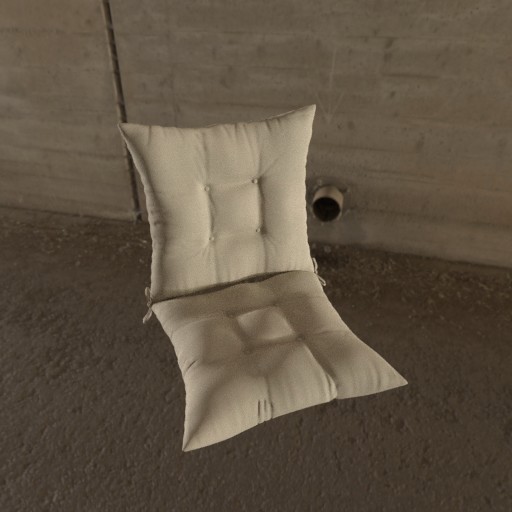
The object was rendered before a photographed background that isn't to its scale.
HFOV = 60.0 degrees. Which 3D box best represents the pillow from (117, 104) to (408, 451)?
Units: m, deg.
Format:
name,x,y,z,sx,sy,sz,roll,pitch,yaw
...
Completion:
name,x,y,z,sx,sy,sz,roll,pitch,yaw
pillow,0.000,0.000,1.026,0.541,0.536,0.585,-11,33,-16
